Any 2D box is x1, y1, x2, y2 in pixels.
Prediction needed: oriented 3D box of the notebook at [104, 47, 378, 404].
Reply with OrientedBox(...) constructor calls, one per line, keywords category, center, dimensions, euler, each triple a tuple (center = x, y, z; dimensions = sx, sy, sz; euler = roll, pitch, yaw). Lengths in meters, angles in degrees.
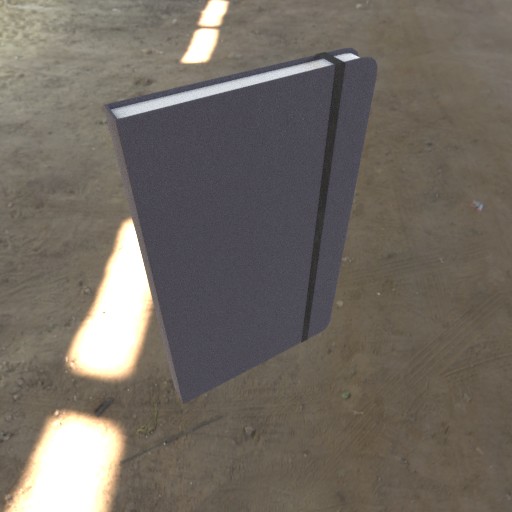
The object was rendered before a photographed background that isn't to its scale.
OrientedBox(category="notebook", center=(0.000, 0.000, 0.262), dimensions=(0.127, 0.213, 0.016), euler=(-23, 49, -22))
